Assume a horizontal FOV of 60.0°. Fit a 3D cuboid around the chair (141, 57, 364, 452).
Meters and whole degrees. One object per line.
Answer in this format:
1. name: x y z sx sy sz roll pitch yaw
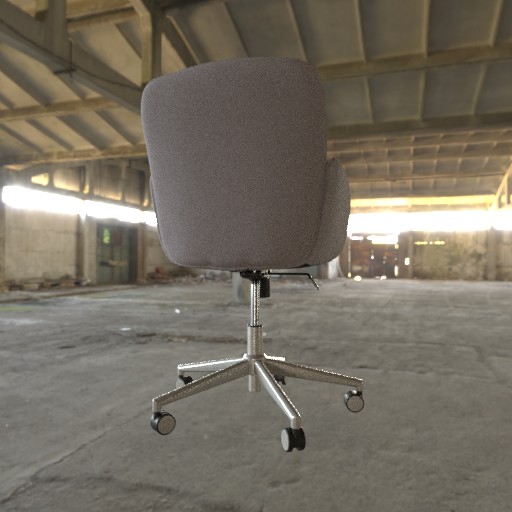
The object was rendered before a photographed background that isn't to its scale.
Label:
1. chair: 0.000 0.000 1.390 0.648 0.959 0.654 0 -1 18
